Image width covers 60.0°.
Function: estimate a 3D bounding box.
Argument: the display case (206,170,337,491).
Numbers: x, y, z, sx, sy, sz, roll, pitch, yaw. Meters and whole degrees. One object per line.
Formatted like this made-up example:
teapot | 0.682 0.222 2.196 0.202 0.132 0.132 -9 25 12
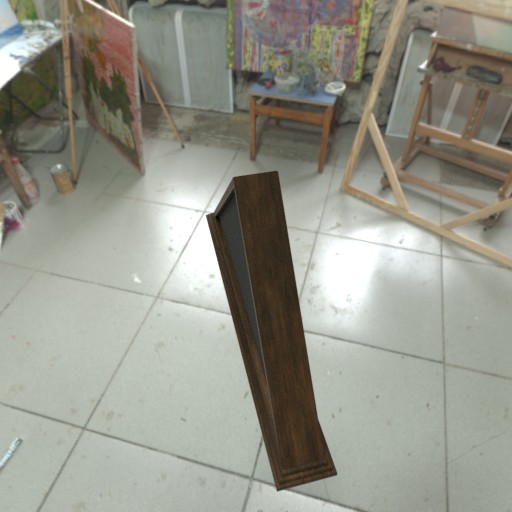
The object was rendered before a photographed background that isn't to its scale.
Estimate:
display case | 0.000 0.000 0.759 0.095 0.340 0.640 -10 47 -10
